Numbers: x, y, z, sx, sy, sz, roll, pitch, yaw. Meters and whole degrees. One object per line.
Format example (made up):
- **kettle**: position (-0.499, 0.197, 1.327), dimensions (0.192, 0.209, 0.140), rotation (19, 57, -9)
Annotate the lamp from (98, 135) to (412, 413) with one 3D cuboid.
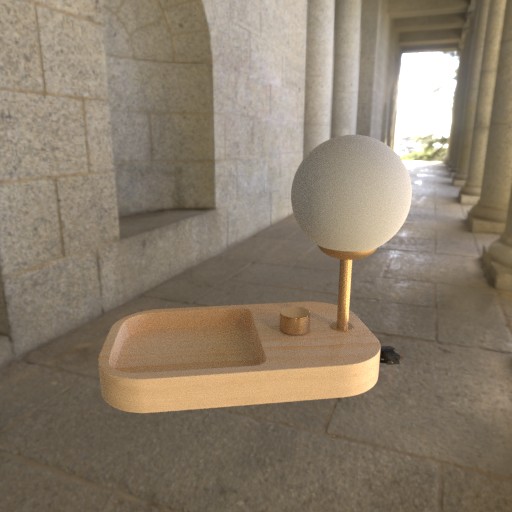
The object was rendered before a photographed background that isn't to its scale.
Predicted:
- **lamp**: position (0.000, 0.000, 0.478), dimensions (0.331, 0.253, 0.173), rotation (-2, 15, -8)
